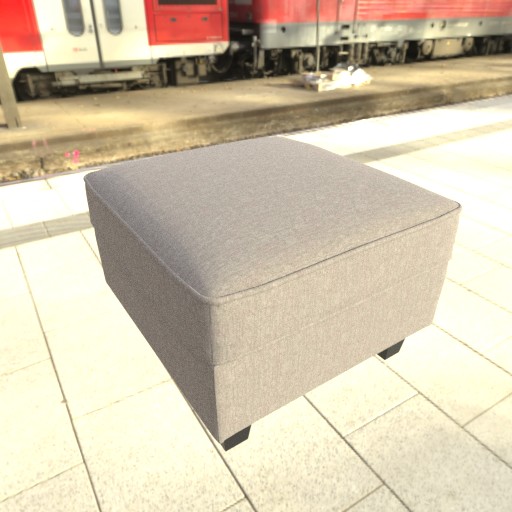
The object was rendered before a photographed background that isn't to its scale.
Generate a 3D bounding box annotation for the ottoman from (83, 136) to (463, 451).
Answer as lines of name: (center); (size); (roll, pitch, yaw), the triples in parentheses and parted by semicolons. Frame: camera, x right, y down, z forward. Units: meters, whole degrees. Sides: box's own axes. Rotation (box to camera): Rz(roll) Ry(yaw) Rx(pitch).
ottoman: (0.000, 0.000, 1.396); (0.808, 0.612, 0.871); (-19, 35, -29)
